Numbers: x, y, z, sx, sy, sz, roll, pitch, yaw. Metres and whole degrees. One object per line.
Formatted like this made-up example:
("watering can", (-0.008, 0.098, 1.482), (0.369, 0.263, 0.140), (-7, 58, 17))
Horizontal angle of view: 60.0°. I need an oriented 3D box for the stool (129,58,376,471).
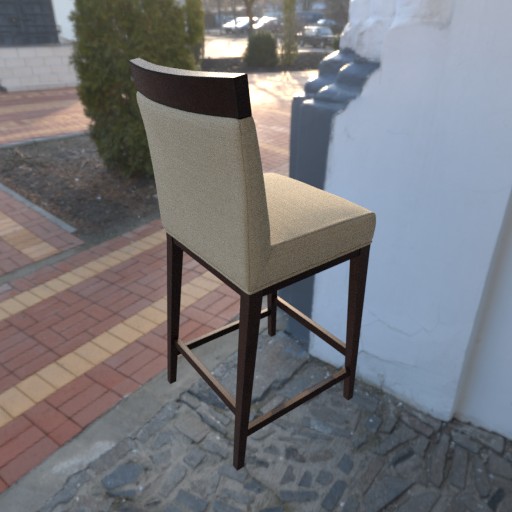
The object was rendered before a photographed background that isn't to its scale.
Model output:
("stool", (0.000, 0.000, 1.378), (0.531, 1.117, 0.511), (-19, 33, -31))
